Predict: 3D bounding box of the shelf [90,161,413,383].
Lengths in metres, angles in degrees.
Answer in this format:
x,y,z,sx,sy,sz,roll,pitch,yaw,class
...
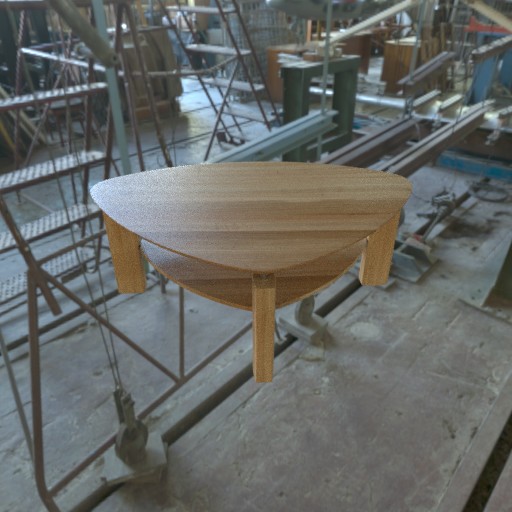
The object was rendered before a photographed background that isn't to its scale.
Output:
x,y,z,sx,sy,sz,roll,pitch,yaw,class
0.000,0.000,1.690,1.240,0.439,0.863,-2,32,-3,shelf
